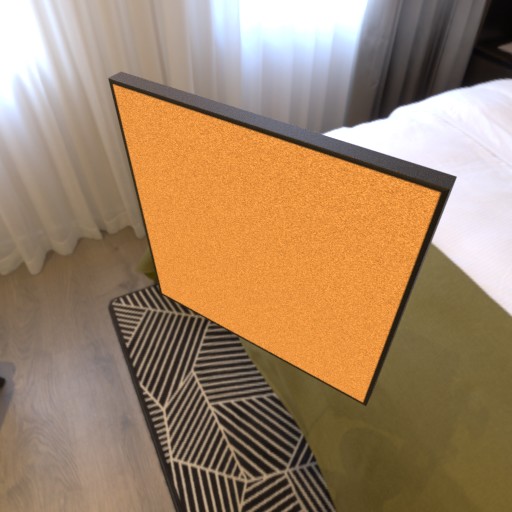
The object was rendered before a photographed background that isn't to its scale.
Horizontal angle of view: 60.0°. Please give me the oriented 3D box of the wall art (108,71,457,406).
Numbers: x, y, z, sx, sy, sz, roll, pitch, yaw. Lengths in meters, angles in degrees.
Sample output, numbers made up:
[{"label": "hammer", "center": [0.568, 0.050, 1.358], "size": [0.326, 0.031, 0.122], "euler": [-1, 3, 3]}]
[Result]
[{"label": "wall art", "center": [0.000, 0.000, 1.145], "size": [0.769, 0.766, 0.042], "euler": [25, 50, 22]}]
